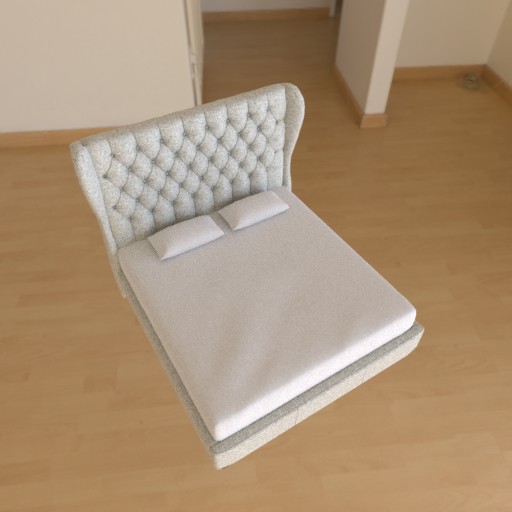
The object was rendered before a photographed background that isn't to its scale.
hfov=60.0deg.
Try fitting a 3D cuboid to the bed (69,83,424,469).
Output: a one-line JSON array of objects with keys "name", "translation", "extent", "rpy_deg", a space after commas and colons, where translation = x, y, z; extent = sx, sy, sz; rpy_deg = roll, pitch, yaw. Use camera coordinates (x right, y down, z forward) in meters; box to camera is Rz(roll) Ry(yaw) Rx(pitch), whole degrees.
[{"name": "bed", "translation": [0.000, 0.000, 3.893], "extent": [2.219, 1.771, 2.347], "rpy_deg": [-24, 51, -21]}]
